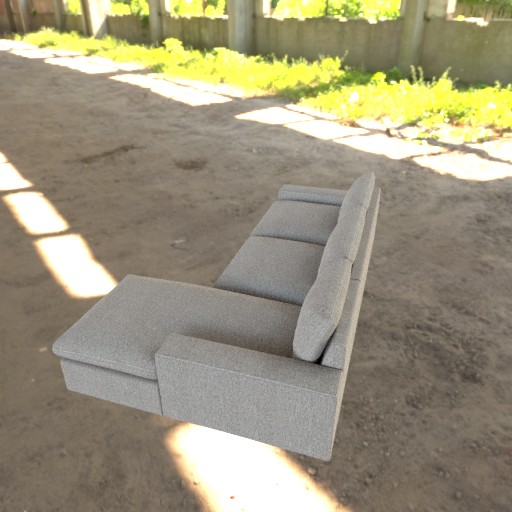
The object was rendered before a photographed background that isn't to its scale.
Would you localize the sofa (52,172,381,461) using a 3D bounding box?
[{"bbox_3d":[0.000,0.000,3.500,1.689,0.813,2.718,9,31,15],"label":"sofa"}]
